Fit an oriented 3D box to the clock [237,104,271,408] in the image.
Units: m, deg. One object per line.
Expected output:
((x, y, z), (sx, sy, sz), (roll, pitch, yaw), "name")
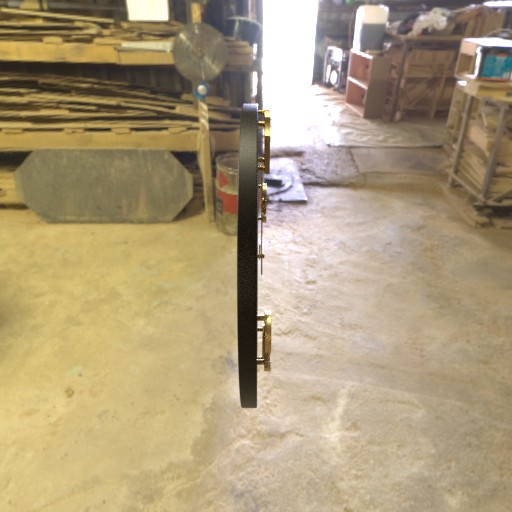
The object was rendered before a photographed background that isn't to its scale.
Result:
((0.000, 0.000, 0.699), (0.038, 0.454, 0.454), (0, 31, 0), "clock")
